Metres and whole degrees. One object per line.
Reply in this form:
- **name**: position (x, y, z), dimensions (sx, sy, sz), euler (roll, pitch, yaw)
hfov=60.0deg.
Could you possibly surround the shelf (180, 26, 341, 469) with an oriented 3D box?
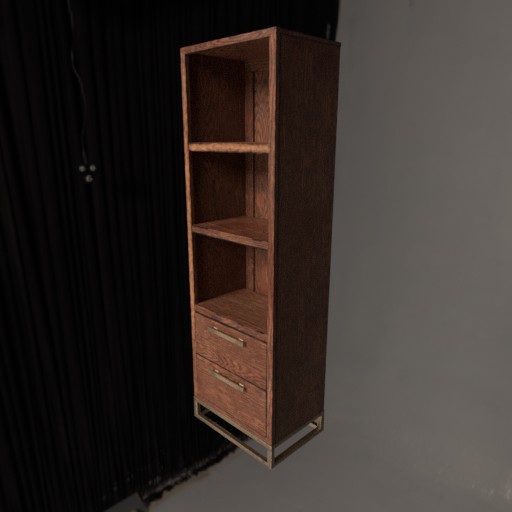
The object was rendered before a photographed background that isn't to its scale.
- **shelf**: position (0.000, 0.000, 1.983), dimensions (0.395, 1.732, 0.539), euler (-15, 21, -43)
